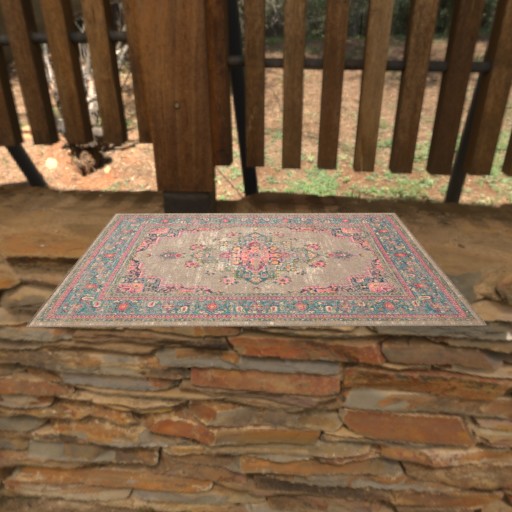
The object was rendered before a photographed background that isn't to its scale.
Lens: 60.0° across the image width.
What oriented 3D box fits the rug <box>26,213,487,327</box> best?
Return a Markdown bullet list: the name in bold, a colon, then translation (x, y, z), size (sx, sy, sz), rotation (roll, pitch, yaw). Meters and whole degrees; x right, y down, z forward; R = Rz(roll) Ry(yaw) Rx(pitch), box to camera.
- **rug**: translation (0.000, 0.000, 3.674), size (2.890, 0.013, 2.005), rotation (0, 26, 0)
